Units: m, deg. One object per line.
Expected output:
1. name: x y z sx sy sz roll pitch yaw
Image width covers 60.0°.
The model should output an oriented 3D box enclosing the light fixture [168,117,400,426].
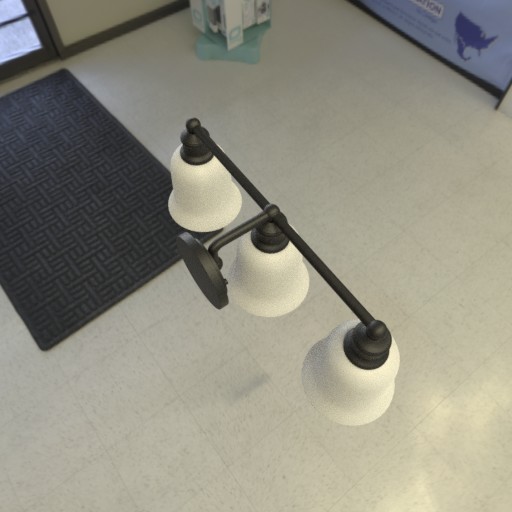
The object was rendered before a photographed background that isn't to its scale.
1. light fixture: 0.000 0.000 0.688 0.198 0.211 0.570 -31 64 -17
